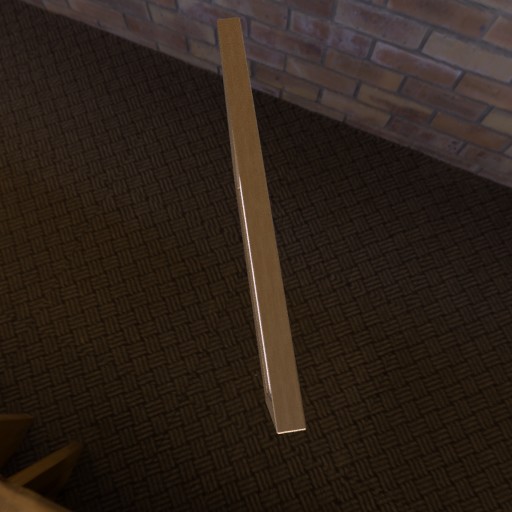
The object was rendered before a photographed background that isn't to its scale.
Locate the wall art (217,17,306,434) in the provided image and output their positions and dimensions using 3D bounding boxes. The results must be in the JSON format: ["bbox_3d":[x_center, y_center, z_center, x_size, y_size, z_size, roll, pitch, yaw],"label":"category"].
[{"bbox_3d":[0.000,0.000,0.750,0.030,0.506,0.503,-8,75,-2],"label":"wall art"}]
